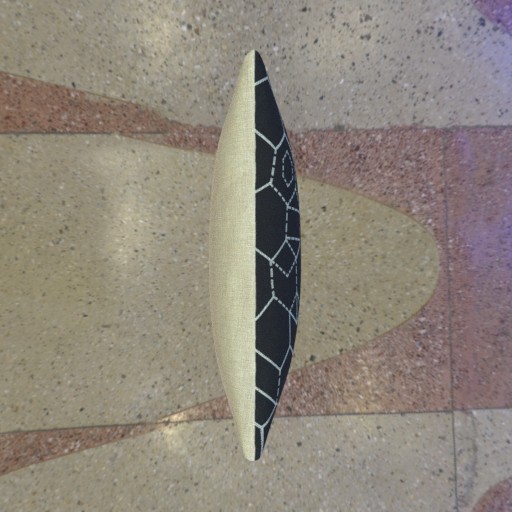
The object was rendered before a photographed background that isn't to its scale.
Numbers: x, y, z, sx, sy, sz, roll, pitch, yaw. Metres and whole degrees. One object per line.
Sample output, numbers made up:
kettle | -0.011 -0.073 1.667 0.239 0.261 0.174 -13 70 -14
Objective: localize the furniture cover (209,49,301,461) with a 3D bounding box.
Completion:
furniture cover | 0.000 0.000 0.804 0.158 0.508 0.517 0 90 1
